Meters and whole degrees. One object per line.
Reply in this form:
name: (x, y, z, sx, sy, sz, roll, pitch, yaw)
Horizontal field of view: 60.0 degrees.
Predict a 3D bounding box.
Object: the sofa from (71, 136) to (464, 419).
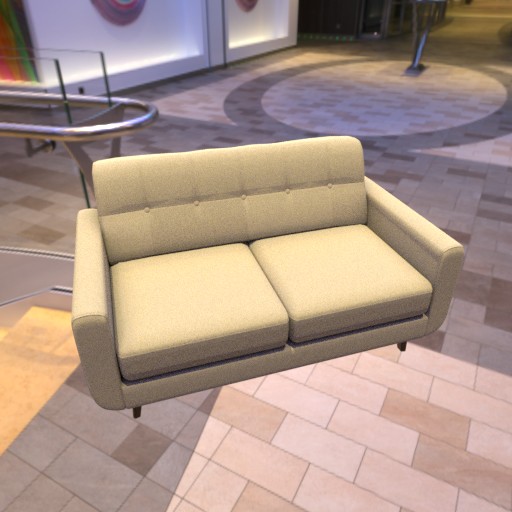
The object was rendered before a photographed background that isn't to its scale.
sofa: (0.000, 0.000, 2.206, 1.655, 0.892, 0.980, -10, 33, -15)
